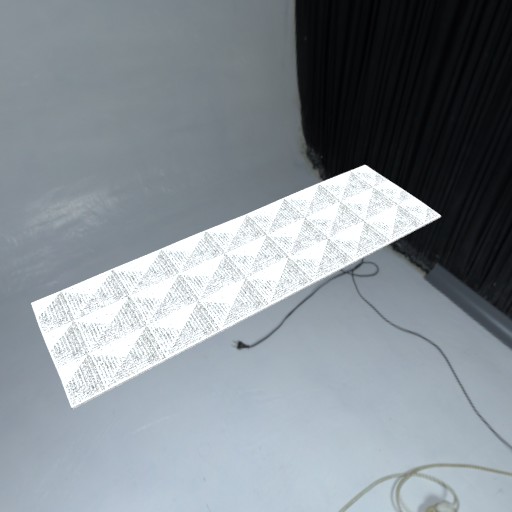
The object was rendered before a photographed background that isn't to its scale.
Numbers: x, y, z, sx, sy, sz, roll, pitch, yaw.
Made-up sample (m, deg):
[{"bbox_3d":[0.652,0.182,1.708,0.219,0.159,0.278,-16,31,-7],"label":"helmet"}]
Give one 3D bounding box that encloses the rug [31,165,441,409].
[{"bbox_3d":[0.000,0.000,2.372,2.182,0.015,0.645,-25,50,-23],"label":"rug"}]
